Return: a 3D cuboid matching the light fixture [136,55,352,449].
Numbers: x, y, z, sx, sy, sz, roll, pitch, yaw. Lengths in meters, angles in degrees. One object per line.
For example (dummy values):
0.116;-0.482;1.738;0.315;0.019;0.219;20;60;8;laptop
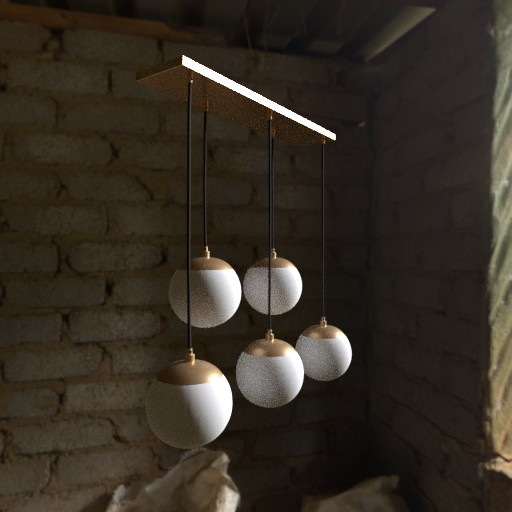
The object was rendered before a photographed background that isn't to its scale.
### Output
0.000;0.000;1.320;0.299;0.869;0.863;0;0;36;light fixture
